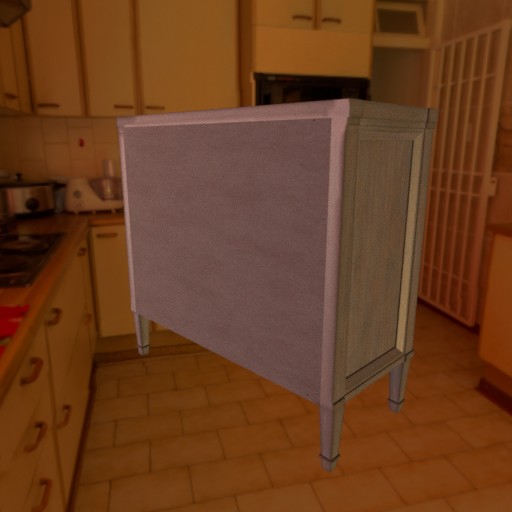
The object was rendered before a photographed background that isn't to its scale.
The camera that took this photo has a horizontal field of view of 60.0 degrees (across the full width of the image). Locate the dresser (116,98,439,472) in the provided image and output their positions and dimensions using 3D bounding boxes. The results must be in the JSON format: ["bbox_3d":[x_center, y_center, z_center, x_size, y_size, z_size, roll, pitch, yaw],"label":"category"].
[{"bbox_3d":[0.000,0.000,1.609,0.463,0.986,1.049,-14,20,-43],"label":"dresser"}]
